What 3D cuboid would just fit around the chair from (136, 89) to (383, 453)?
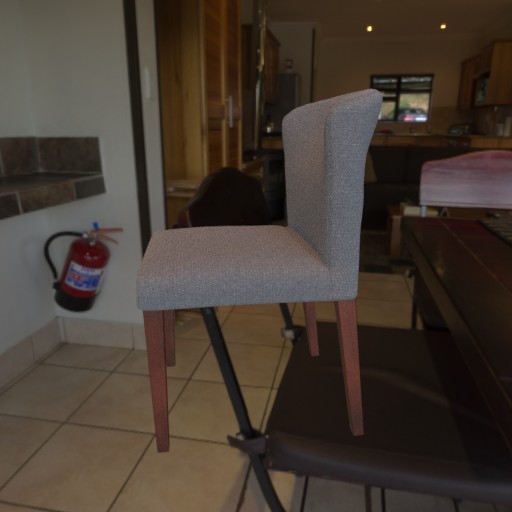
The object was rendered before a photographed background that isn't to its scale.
[{"bbox_3d":[0.000,0.000,1.187,0.589,0.839,0.491,-2,16,-8],"label":"chair"}]
